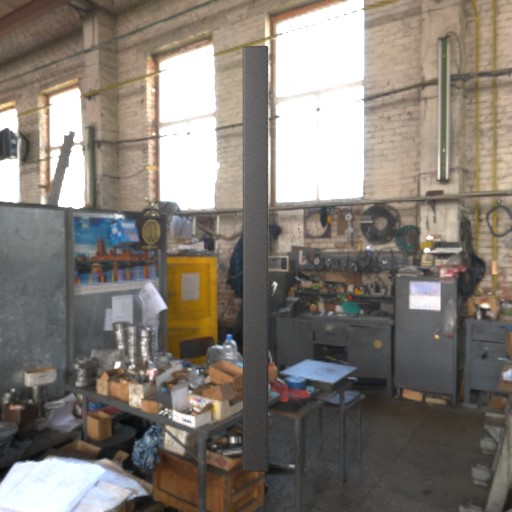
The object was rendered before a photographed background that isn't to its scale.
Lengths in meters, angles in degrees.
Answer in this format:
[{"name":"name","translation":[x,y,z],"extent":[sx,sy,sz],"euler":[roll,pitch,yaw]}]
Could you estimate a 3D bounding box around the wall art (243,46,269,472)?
[{"name":"wall art","translation":[0.000,0.000,0.751],"extent":[0.031,0.457,0.558],"euler":[0,1,0]}]
